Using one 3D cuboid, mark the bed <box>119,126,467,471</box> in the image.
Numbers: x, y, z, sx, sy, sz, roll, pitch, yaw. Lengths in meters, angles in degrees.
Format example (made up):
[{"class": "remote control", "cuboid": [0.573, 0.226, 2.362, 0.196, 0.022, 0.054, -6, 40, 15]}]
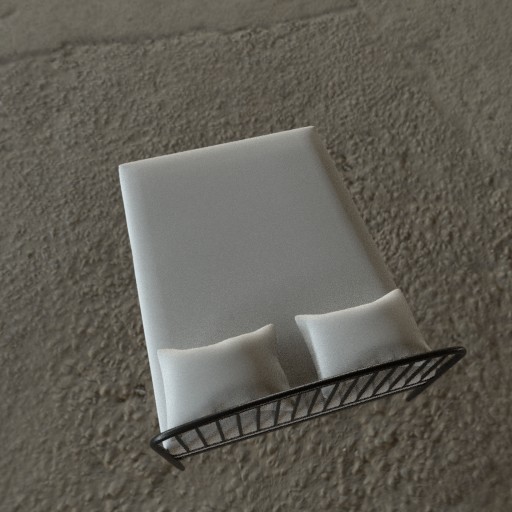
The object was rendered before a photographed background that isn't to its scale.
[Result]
[{"class": "bed", "cuboid": [0.000, 0.000, 2.980, 1.618, 1.166, 2.159, -14, 59, -8]}]
